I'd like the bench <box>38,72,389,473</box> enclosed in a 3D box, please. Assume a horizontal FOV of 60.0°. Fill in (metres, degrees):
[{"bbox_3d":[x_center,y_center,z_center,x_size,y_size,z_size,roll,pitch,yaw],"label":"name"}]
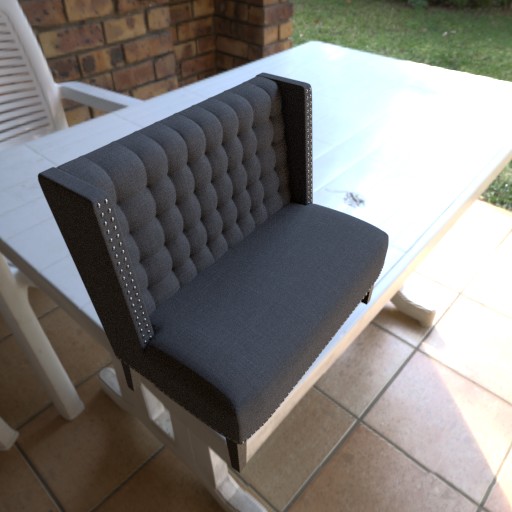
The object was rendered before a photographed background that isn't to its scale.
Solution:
[{"bbox_3d":[0.000,0.000,1.980,0.842,1.121,1.276,26,46,27],"label":"bench"}]
